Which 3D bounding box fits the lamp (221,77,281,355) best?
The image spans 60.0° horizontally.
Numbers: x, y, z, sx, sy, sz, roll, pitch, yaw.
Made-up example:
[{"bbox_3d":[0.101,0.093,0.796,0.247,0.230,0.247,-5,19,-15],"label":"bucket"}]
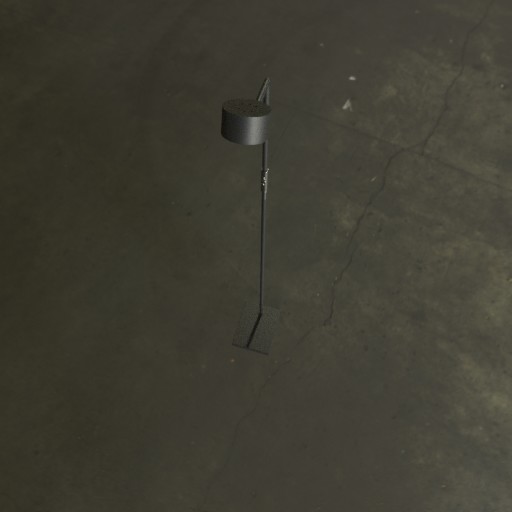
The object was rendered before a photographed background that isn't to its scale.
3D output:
[{"bbox_3d":[0.000,0.000,1.733,0.203,1.600,0.304,14,60,8],"label":"lamp"}]
